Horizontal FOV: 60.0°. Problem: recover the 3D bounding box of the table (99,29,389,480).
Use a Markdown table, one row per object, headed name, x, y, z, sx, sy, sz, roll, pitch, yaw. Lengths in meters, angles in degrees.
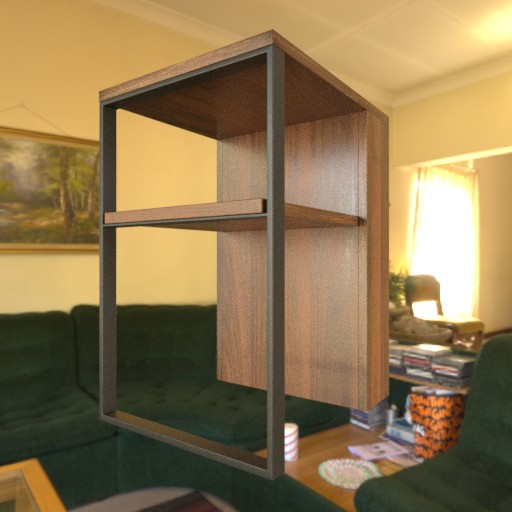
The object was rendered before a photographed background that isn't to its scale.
| name | x | y | z | sx | sy | sz | roll | pitch | yaw |
| --- | --- | --- | --- | --- | --- | --- | --- | --- | --- |
| table | 0.000 | 0.000 | 1.527 | 0.660 | 1.041 | 0.786 | 0 | 0 | 36 |
